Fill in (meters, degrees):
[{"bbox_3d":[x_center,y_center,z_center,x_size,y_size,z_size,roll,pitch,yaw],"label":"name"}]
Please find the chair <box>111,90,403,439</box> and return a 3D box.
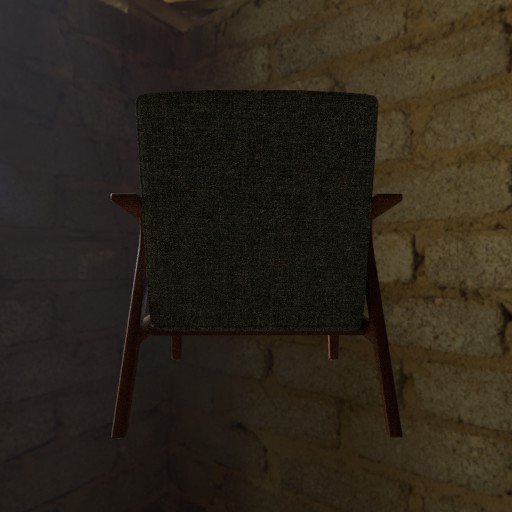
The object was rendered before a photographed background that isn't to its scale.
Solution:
[{"bbox_3d":[0.000,0.000,1.485,0.719,0.864,0.889,0,0,0],"label":"chair"}]
